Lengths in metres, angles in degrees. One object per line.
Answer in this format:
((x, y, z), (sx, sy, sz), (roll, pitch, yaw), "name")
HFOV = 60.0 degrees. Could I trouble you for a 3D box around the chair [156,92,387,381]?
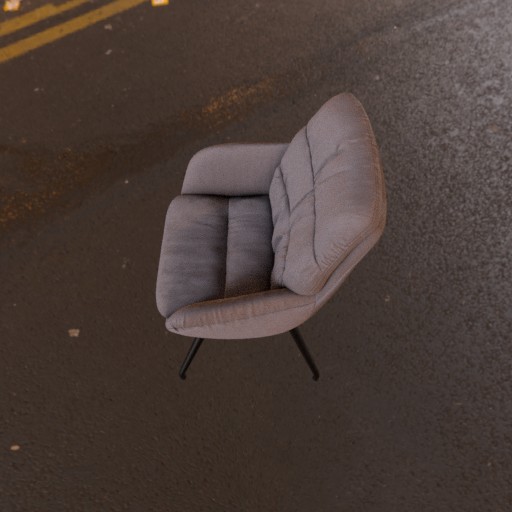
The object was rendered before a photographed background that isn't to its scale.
((0.000, 0.000, 1.312), (0.569, 0.888, 0.579), (0, 59, 0), "chair")
